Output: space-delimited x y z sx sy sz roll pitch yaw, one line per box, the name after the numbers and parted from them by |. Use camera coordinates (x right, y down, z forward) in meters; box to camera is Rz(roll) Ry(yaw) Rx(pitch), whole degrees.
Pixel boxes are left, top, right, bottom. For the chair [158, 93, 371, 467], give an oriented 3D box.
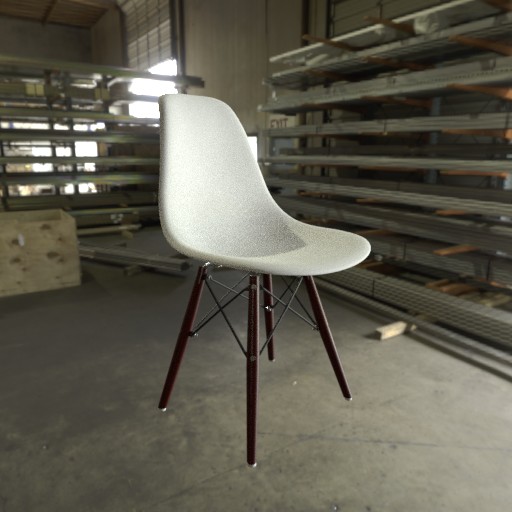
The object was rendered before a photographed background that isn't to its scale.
0.000 0.000 1.135 0.533 0.826 0.470 12 18 43 | chair
